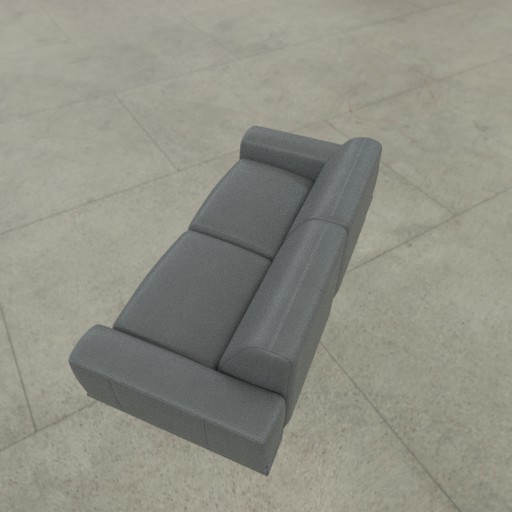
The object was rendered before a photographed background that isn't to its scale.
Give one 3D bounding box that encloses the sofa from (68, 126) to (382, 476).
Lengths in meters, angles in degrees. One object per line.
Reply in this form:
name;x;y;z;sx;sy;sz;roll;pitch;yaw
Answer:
sofa;0.000;0.000;2.337;0.900;0.772;1.901;17;50;15
